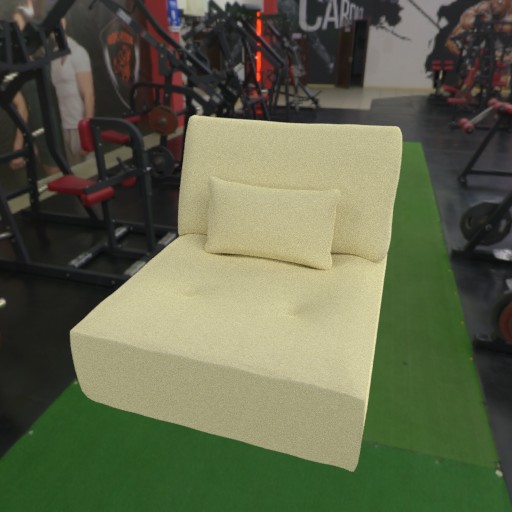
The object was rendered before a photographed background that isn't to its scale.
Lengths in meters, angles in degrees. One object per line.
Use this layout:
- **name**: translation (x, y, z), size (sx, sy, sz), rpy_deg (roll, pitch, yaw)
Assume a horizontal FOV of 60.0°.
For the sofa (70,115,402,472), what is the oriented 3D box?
- **sofa**: translation (0.000, 0.000, 1.634), size (0.930, 0.820, 1.000), rpy_deg (8, 28, 16)
